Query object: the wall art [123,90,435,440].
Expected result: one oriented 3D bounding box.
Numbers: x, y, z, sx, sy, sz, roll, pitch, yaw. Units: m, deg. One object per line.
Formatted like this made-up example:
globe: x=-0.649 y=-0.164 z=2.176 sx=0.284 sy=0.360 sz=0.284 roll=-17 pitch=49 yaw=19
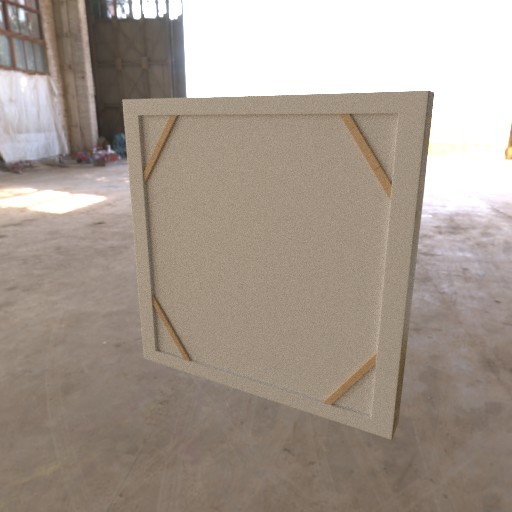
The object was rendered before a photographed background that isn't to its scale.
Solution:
wall art: x=0.000 y=0.000 z=0.599 sx=0.405 sy=0.407 sz=0.038 roll=9 pitch=19 yaw=28
